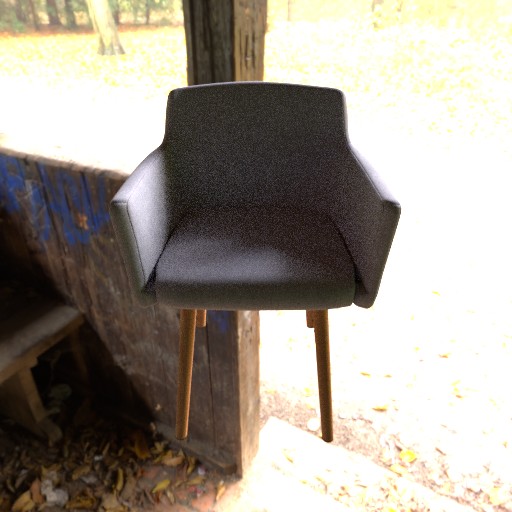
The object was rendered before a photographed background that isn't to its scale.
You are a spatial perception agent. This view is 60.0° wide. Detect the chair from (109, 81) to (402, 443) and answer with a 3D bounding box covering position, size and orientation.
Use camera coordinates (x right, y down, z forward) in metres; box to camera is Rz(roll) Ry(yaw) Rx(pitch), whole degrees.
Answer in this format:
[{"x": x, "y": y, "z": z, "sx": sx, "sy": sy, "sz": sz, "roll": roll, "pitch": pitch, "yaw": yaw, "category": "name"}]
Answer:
[{"x": 0.000, "y": 0.000, "z": 1.157, "sx": 0.570, "sy": 0.780, "sz": 0.540, "roll": 0, "pitch": 31, "yaw": 0, "category": "chair"}]
